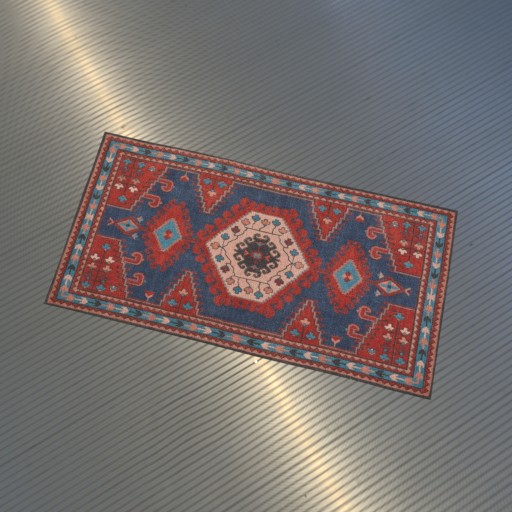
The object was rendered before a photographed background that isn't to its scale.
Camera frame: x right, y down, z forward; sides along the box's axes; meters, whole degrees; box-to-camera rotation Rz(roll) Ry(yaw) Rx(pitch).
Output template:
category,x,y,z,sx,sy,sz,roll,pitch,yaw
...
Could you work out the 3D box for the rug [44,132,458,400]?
category,x,y,z,sx,sy,sz,roll,pitch,yaw
rug,0.000,0.000,3.531,3.032,0.034,1.522,13,77,3
